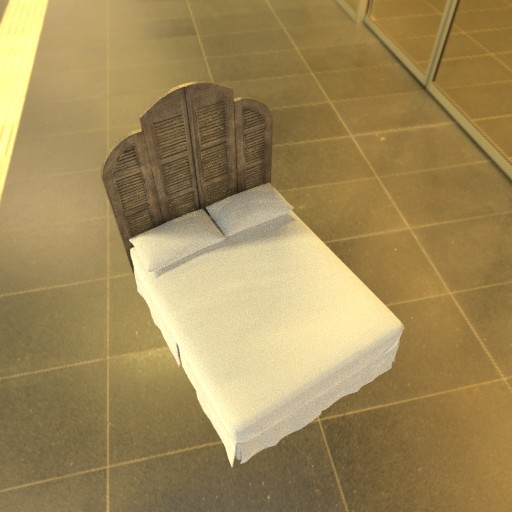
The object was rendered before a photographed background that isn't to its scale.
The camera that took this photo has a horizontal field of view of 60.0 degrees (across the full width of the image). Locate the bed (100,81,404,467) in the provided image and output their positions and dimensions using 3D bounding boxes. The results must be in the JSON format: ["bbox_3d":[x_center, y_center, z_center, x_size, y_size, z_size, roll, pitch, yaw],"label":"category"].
[{"bbox_3d":[0.000,0.000,3.573,1.713,2.019,2.138,-25,53,-20],"label":"bed"}]
